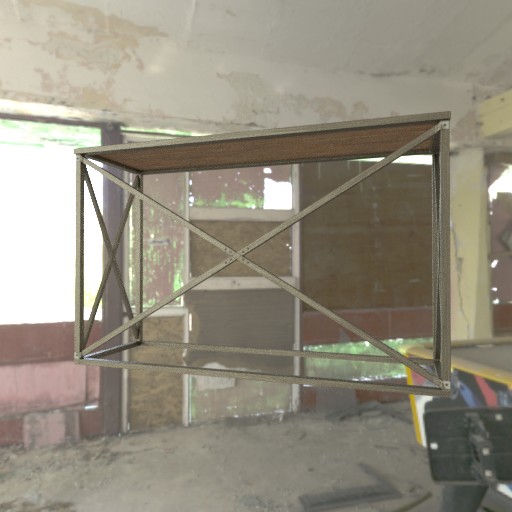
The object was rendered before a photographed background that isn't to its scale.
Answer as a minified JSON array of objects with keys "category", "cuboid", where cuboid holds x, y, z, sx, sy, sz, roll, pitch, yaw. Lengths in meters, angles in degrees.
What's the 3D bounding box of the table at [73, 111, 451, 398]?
[{"category":"table","cuboid":[0.000,0.000,1.543,1.216,0.753,0.402,0,-1,19]}]
